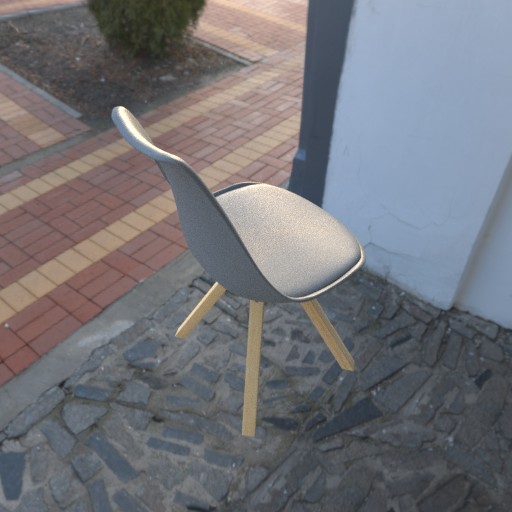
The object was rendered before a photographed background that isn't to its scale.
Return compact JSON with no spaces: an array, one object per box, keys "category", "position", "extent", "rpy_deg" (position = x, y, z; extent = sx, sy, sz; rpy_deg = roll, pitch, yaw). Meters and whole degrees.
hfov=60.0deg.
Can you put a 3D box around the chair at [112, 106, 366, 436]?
[{"category":"chair","position":[0.000,0.000,1.167],"extent":[0.549,0.850,0.485],"rpy_deg":[-25,47,-25]}]
